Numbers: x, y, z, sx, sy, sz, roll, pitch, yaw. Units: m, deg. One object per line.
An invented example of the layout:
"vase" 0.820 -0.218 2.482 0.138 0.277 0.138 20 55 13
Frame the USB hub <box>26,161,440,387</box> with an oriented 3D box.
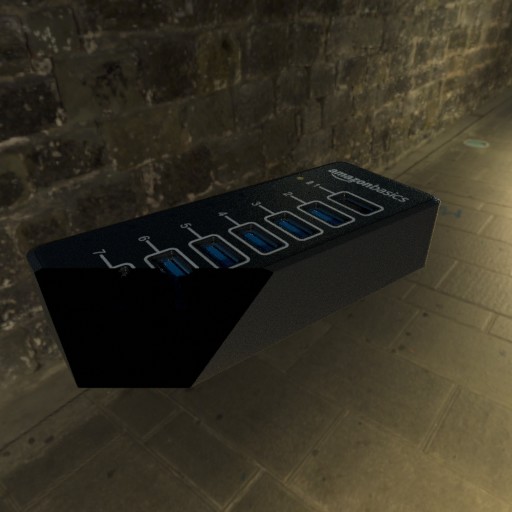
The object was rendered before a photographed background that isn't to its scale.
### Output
"USB hub" 0.000 0.000 0.126 0.110 0.023 0.044 -21 37 -30
